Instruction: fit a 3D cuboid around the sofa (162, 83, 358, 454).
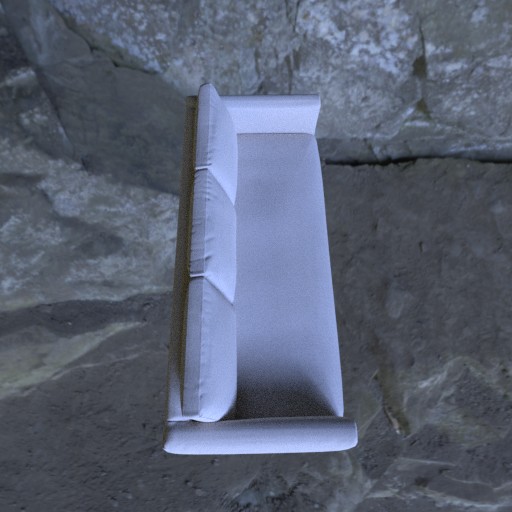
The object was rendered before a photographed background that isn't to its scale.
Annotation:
[{"bbox_3d":[0.000,0.000,2.688,0.902,0.911,2.198,-1,64,0],"label":"sofa"}]
